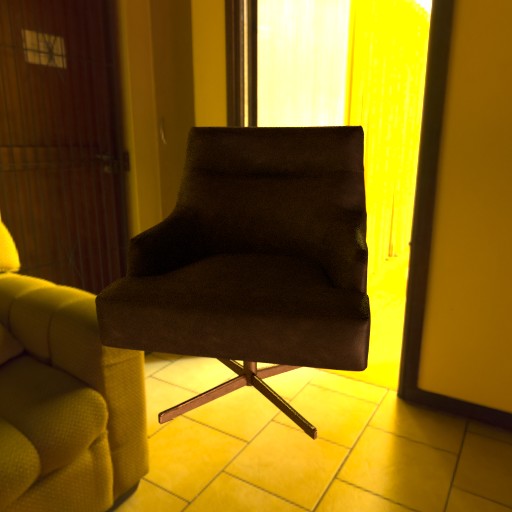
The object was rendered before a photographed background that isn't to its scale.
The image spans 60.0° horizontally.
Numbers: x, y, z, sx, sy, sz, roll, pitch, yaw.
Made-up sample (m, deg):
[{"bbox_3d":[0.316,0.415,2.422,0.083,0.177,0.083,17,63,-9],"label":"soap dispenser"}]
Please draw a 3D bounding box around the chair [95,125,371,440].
[{"bbox_3d":[0.000,0.000,1.498,0.738,0.870,0.874,3,14,11],"label":"chair"}]
